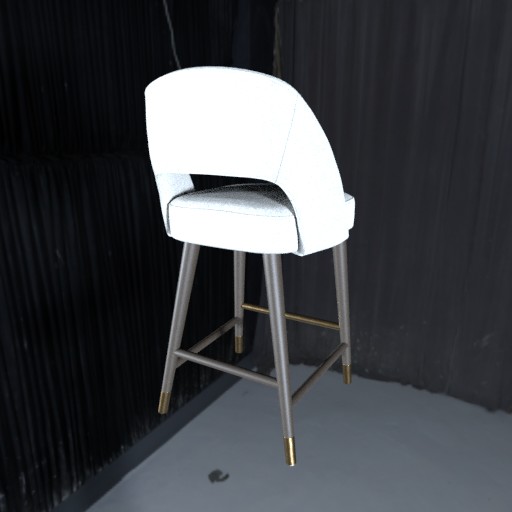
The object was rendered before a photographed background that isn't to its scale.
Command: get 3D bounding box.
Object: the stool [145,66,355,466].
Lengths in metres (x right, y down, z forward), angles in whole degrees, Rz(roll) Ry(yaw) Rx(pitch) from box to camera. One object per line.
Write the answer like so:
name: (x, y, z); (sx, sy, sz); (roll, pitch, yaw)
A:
stool: (0.000, 0.000, 1.257); (0.494, 0.940, 0.509); (9, 18, 29)
